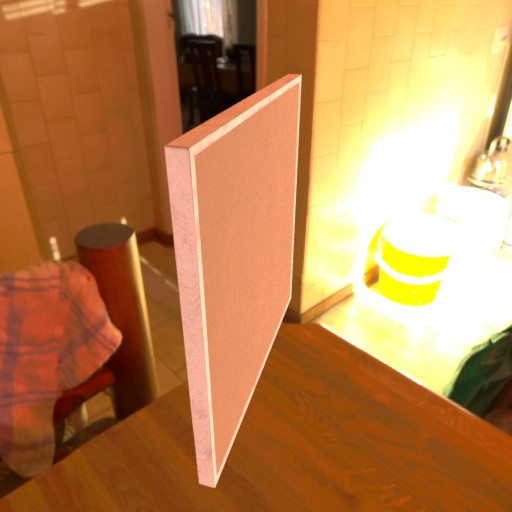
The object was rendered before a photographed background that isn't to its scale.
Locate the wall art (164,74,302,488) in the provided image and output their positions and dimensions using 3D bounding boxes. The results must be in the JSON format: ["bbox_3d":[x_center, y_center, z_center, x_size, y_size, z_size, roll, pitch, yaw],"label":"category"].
[{"bbox_3d":[0.000,0.000,1.111,0.038,0.757,0.760,8,31,14],"label":"wall art"}]
